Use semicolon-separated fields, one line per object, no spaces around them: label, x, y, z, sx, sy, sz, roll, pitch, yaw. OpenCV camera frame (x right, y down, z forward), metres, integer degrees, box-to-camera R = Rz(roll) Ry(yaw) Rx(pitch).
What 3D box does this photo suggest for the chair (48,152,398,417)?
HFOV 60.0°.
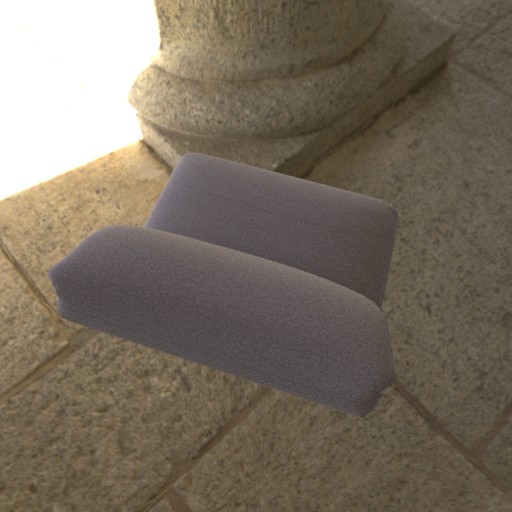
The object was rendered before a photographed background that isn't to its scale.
chair;0.000;0.000;1.335;0.820;0.580;0.780;16;64;8
